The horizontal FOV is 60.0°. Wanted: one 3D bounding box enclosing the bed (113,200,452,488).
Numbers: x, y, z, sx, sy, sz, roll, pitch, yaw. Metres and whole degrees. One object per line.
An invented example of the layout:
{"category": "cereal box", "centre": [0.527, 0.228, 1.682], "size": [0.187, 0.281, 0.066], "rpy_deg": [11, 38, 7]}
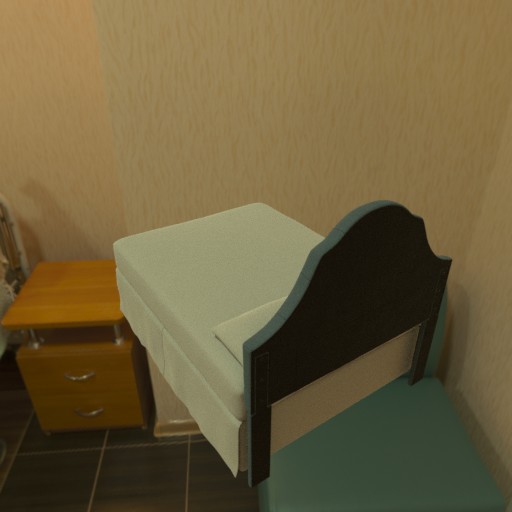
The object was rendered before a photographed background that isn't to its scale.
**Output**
{"category": "bed", "centre": [0.000, 0.000, 3.298], "size": [1.636, 1.575, 2.155], "rpy_deg": [-19, 35, -29]}
